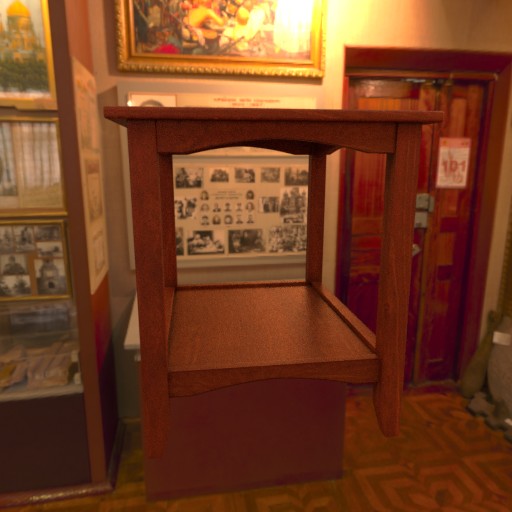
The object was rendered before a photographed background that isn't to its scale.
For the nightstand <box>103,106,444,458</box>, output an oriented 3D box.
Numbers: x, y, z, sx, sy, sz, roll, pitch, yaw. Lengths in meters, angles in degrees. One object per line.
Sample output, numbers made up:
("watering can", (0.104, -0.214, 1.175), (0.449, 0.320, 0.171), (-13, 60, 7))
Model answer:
("nightstand", (0.000, 0.000, 0.968), (0.501, 0.558, 0.558), (-2, 13, -8))
